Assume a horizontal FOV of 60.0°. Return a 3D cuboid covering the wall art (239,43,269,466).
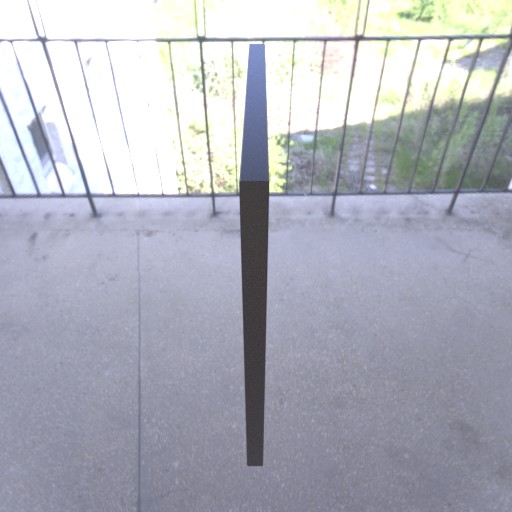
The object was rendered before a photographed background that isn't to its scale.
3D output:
[{"bbox_3d":[0.000,0.000,0.747,0.028,0.551,0.451,0,40,0],"label":"wall art"}]
